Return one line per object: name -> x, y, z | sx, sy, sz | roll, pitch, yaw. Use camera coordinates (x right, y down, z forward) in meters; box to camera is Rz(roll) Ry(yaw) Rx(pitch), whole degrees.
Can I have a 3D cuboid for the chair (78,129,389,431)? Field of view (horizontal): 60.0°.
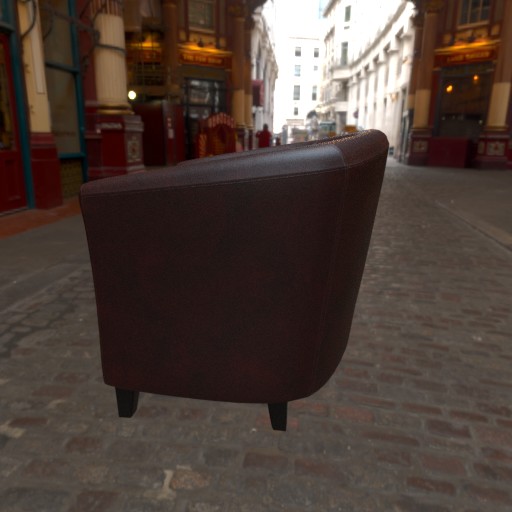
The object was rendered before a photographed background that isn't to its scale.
chair -> 0.000, 0.000, 1.373 | 0.727, 0.756, 0.792 | 2, 16, 8
